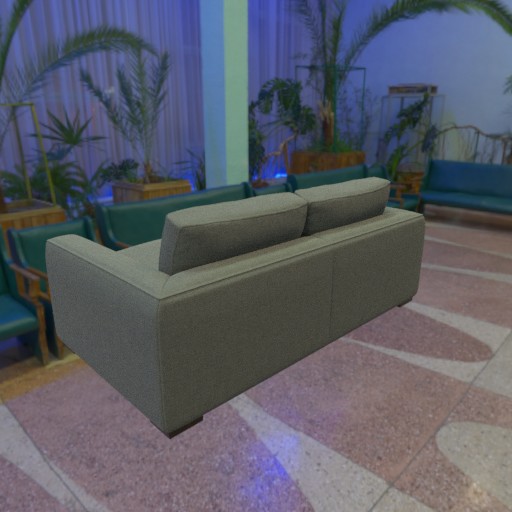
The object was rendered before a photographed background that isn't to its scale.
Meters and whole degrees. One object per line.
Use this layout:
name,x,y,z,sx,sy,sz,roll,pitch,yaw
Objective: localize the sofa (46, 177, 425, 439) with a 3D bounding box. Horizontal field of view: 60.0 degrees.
sofa,0.000,0.000,2.473,1.920,0.800,1.069,-16,24,-41
